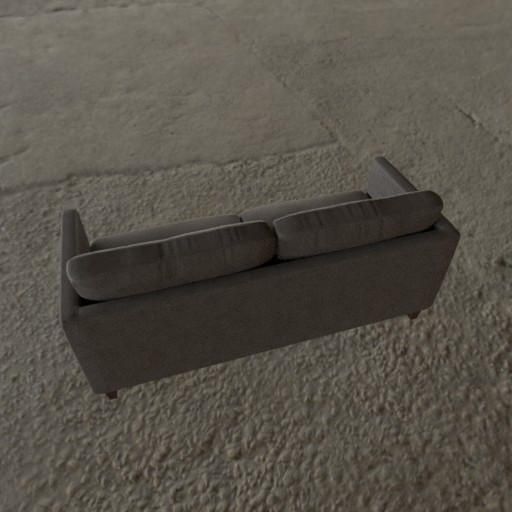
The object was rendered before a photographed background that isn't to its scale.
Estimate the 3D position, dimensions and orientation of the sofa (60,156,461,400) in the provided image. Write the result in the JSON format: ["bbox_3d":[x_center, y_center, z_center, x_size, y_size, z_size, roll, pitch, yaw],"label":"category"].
[{"bbox_3d":[0.000,0.000,2.789,2.208,0.965,0.951,-12,44,-13],"label":"sofa"}]
